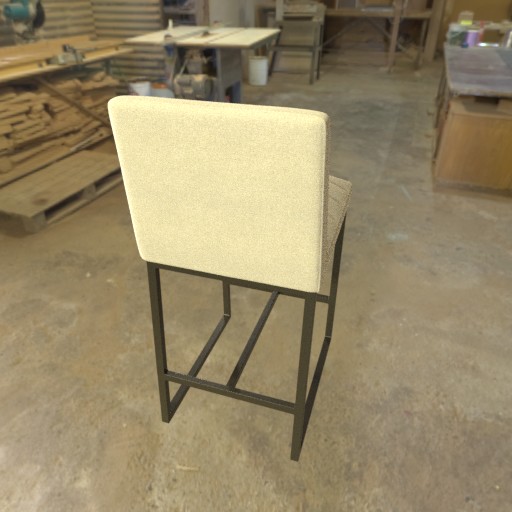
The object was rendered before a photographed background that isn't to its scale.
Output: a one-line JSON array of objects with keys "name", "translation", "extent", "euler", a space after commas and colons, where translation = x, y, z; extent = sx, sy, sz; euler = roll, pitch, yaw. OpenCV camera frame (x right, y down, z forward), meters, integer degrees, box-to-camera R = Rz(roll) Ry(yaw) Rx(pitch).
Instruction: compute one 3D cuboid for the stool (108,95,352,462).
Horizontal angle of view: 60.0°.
[{"name": "stool", "translation": [0.000, 0.000, 1.279], "extent": [0.459, 0.971, 0.567], "euler": [10, 33, 15]}]
